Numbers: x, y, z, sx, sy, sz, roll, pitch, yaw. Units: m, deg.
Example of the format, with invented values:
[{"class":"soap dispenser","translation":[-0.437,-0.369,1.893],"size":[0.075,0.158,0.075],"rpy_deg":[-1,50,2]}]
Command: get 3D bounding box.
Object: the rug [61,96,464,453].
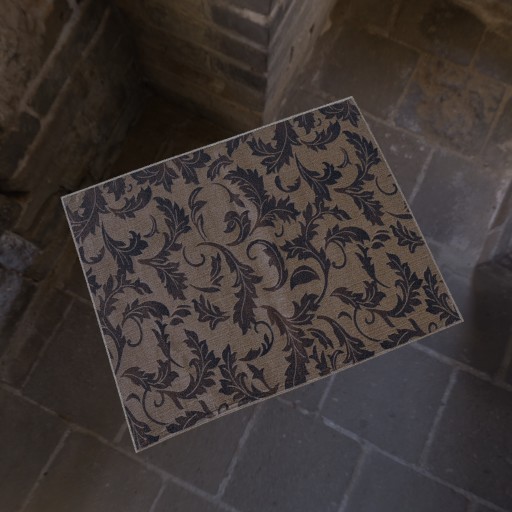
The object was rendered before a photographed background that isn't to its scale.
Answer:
[{"class":"rug","translation":[0.000,0.000,3.975],"size":[2.977,0.008,2.380],"rpy_deg":[-20,77,-5]}]
